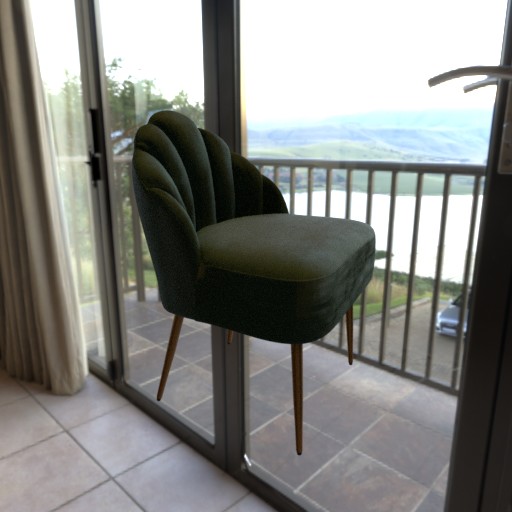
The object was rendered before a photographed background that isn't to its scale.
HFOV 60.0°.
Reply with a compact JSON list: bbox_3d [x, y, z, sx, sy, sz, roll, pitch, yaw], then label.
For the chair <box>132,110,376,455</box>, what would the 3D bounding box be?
[{"bbox_3d":[0.000,0.000,1.283,0.599,0.819,0.657,7,16,25],"label":"chair"}]
